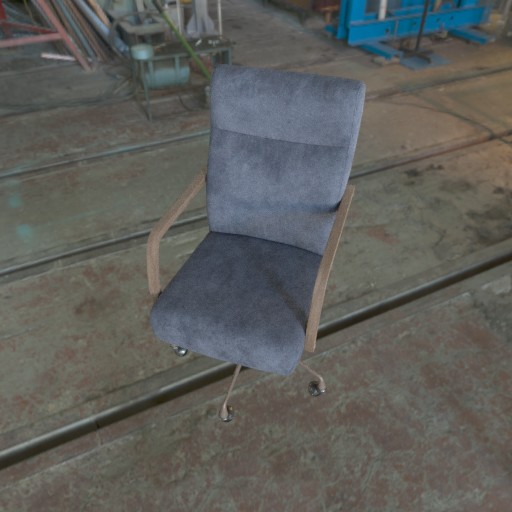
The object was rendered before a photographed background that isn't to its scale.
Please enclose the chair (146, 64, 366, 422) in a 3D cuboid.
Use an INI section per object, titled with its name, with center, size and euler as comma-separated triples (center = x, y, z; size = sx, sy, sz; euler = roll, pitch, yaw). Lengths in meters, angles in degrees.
[chair]
center = 0.000, 0.000, 1.509
size = 0.640, 1.029, 0.741
euler = 13, 43, 14
